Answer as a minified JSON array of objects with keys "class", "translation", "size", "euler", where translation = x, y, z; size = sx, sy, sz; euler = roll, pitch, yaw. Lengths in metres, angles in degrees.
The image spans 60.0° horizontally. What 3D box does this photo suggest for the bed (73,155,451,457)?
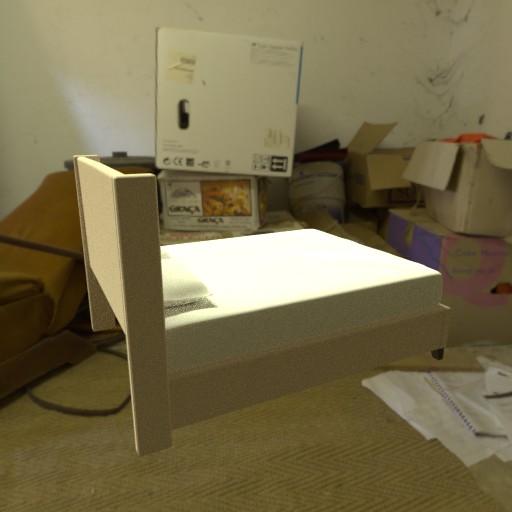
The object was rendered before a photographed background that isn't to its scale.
[{"class":"bed","translation":[0.000,0.000,3.389],"size":[2.293,1.471,1.778],"euler":[-8,18,-26]}]
